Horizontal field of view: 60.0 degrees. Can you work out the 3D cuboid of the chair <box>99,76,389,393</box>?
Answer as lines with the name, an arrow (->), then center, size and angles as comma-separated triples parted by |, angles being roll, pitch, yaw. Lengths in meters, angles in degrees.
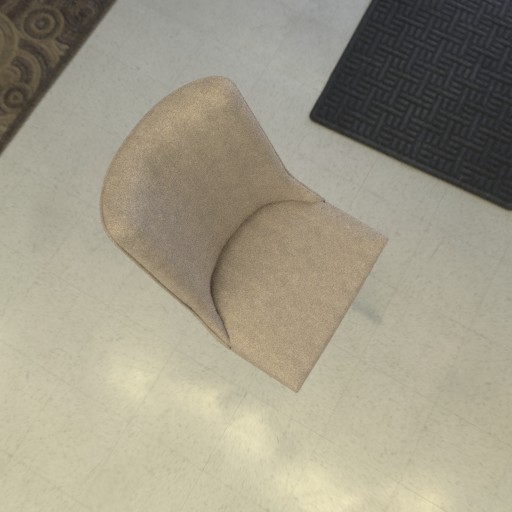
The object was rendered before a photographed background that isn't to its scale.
chair -> 0.000, 0.000, 1.328 | 0.636, 0.916, 0.548 | 32, 79, 7
